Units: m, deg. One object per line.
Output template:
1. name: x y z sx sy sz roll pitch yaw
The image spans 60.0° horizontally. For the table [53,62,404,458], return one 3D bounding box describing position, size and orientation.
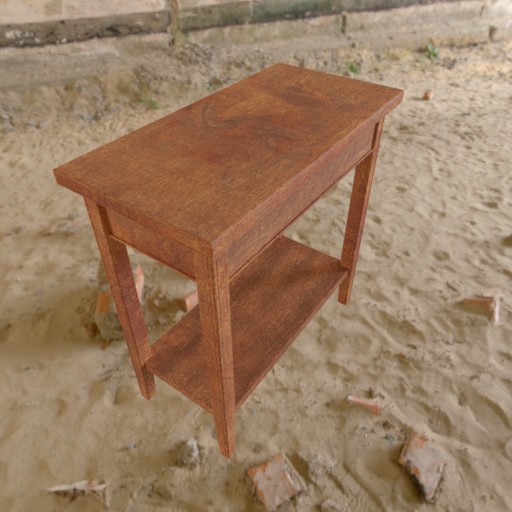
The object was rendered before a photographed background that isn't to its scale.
1. table: 0.000 0.000 0.971 0.305 0.610 0.610 25 46 26
